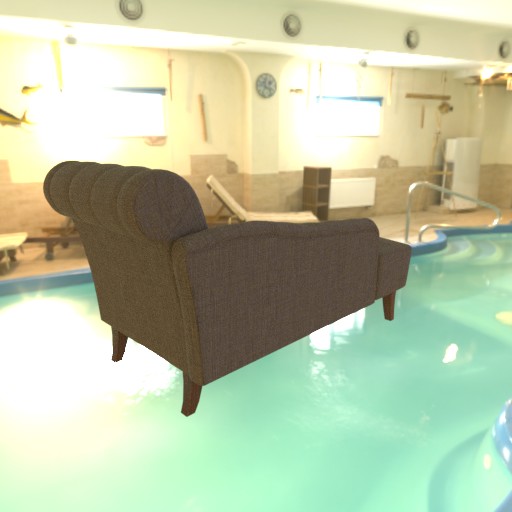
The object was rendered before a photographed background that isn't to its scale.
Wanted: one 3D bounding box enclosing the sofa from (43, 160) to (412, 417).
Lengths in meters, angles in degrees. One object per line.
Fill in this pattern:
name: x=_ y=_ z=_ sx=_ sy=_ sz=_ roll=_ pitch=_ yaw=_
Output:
sofa: x=0.000 y=0.000 z=1.795 sx=1.379 sy=0.787 sz=0.675 roll=-15 pitch=21 yaw=-42
